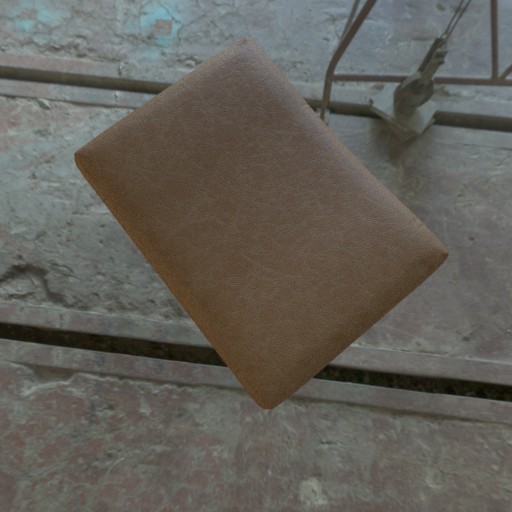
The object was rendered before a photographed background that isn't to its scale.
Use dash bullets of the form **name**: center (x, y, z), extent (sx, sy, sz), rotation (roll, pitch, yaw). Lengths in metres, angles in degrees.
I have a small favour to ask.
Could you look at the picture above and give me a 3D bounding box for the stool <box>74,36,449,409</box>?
- **stool**: center (0.000, 0.000, 0.944), extent (0.361, 0.660, 0.500), rotation (-38, 79, -9)
